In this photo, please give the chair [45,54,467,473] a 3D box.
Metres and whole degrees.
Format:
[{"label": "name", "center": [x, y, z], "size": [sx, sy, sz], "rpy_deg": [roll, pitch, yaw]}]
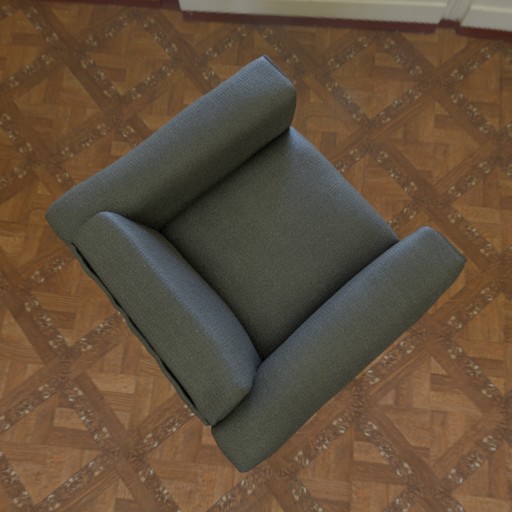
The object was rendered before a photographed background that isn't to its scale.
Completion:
[{"label": "chair", "center": [0.000, 0.000, 1.639], "size": [0.969, 0.646, 1.056], "rpy_deg": [-39, 79, -9]}]
